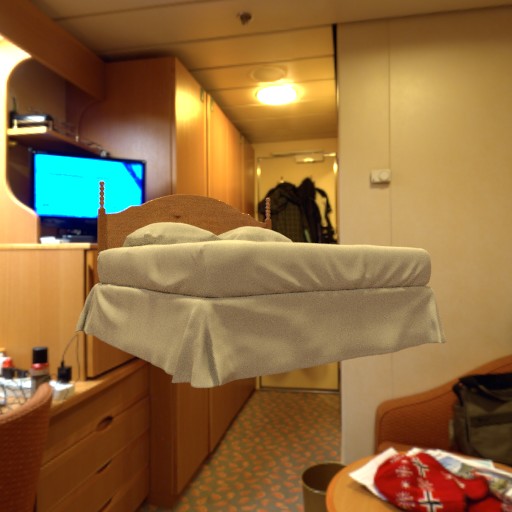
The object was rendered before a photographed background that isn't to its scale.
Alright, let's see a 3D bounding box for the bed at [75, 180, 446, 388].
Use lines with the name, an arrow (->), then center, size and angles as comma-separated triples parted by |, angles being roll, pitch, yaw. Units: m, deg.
bed -> 0.000, 0.000, 3.629 | 2.322, 1.355, 2.219 | 0, -1, -35
